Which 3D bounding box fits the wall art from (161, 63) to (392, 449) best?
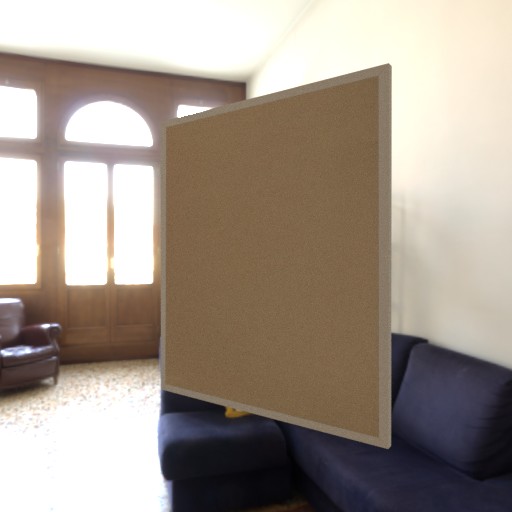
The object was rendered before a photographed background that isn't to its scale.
[{"bbox_3d":[0.000,0.000,0.785,0.482,0.557,0.012,0,0,36],"label":"wall art"}]
